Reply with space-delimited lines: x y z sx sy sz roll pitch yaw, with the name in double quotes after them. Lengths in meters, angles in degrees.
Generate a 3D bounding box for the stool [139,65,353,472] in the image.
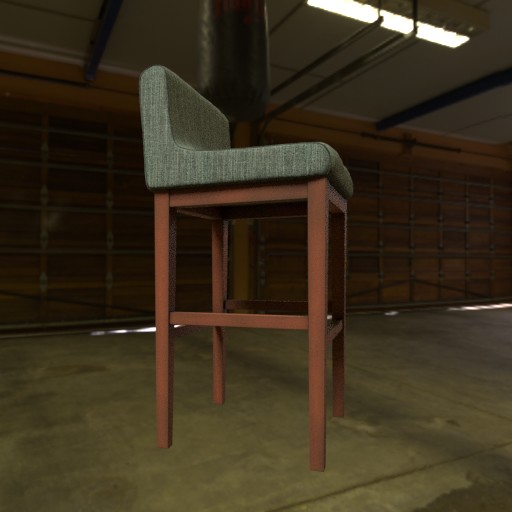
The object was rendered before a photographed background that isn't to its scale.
0.000 0.000 1.236 0.499 0.965 0.426 0 -1 18 "stool"
